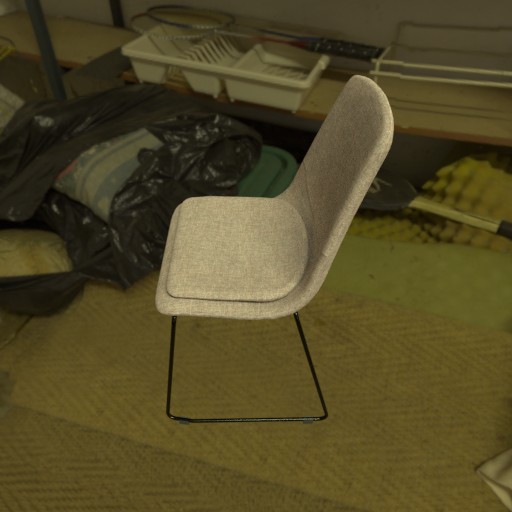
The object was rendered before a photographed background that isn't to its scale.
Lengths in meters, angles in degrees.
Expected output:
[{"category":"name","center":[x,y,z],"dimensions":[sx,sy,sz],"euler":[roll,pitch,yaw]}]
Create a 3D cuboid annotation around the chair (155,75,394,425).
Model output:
[{"category":"chair","center":[0.000,0.000,1.157],"dimensions":[0.518,0.858,0.479],"euler":[-1,42,-1]}]
